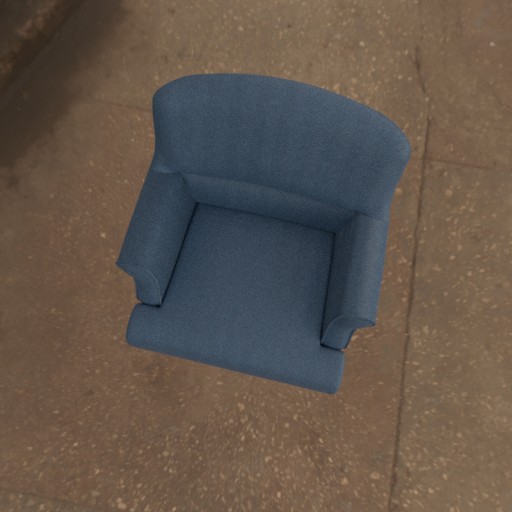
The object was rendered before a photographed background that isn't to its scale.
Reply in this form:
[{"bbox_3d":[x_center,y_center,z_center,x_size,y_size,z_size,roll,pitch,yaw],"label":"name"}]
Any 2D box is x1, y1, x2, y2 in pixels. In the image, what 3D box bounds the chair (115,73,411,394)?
[{"bbox_3d":[0.000,0.000,1.470,0.770,0.878,0.754,13,76,3],"label":"chair"}]
